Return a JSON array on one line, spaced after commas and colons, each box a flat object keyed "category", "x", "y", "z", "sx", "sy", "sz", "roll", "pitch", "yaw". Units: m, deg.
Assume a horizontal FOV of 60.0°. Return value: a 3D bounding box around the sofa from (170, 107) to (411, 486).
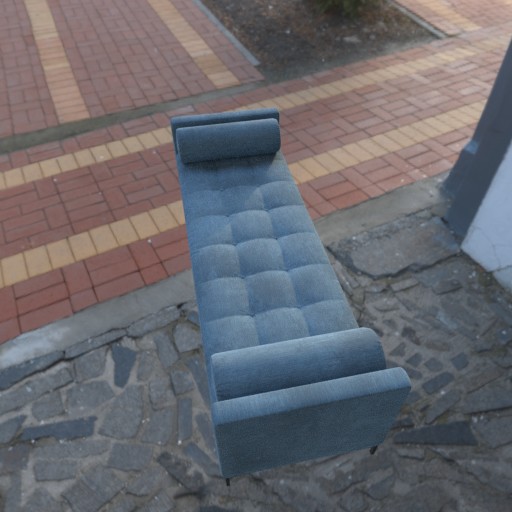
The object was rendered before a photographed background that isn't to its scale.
[{"category": "sofa", "x": 0.000, "y": 0.000, "z": 2.331, "sx": 0.686, "sy": 0.635, "sz": 1.981, "roll": -8, "pitch": 47, "yaw": -8}]
